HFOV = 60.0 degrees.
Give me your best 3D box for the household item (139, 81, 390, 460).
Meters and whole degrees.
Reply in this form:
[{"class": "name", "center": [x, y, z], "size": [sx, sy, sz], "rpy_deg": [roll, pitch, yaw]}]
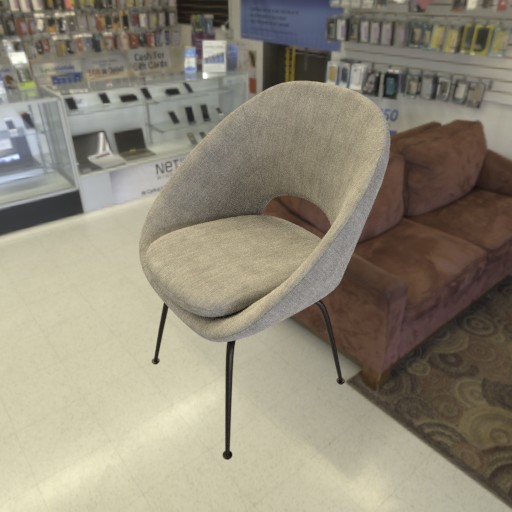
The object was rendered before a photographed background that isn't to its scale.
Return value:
[{"class": "household item", "center": [0.000, 0.000, 1.272], "size": [0.587, 0.869, 0.643], "rpy_deg": [-22, 38, -31]}]
